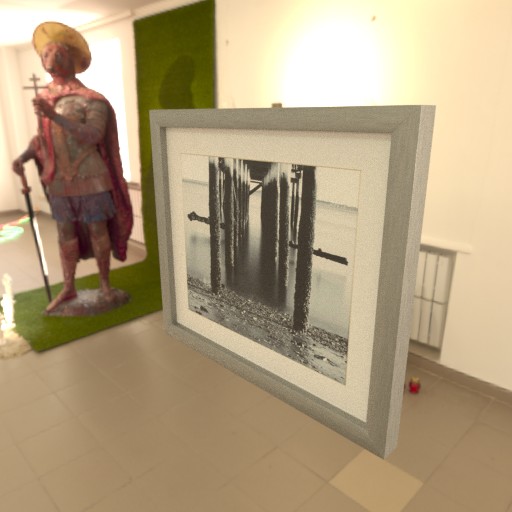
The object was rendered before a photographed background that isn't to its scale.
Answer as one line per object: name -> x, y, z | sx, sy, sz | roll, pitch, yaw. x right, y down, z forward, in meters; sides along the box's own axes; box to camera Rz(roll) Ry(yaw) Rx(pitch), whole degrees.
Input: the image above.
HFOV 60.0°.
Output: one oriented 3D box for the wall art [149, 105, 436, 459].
wall art -> 0.000, 0.000, 0.522 | 0.028, 0.330, 0.380 | -17, 24, -42
